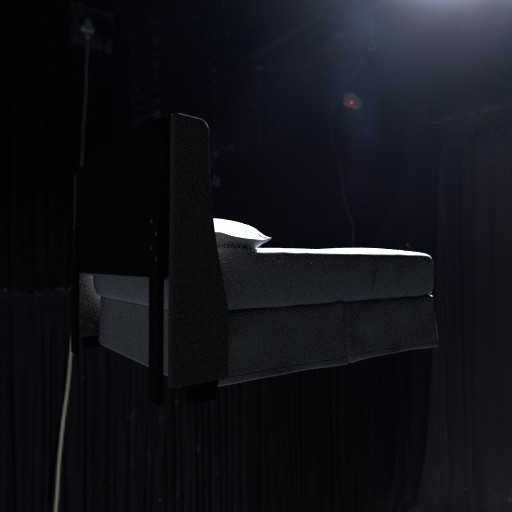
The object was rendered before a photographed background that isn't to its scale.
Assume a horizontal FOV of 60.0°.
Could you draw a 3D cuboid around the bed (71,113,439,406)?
[{"bbox_3d":[0.000,0.000,3.303,2.237,1.407,1.710,1,-1,-36],"label":"bed"}]
